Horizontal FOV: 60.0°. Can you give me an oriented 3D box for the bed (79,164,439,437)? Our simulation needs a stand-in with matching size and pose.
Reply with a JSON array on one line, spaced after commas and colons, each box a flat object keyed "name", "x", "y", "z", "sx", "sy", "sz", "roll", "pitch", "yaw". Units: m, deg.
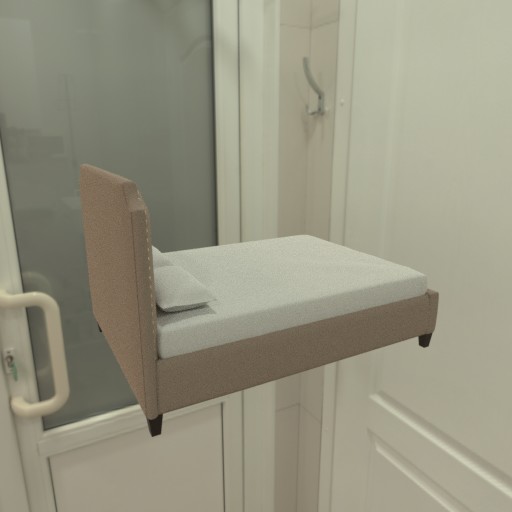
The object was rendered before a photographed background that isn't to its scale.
[{"name": "bed", "x": 0.000, "y": 0.000, "z": 3.547, "sx": 2.372, "sy": 1.443, "sz": 1.713, "roll": -9, "pitch": 18, "yaw": -28}]
